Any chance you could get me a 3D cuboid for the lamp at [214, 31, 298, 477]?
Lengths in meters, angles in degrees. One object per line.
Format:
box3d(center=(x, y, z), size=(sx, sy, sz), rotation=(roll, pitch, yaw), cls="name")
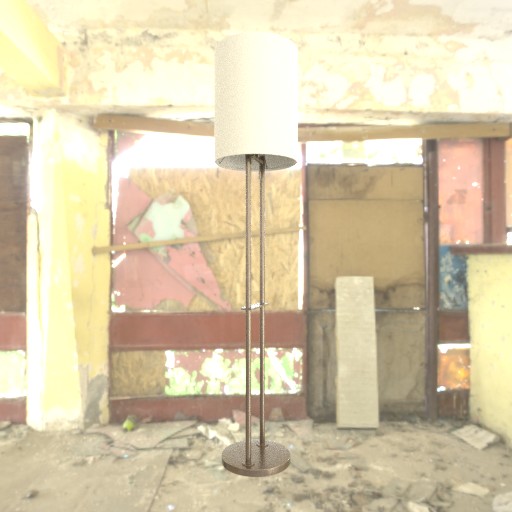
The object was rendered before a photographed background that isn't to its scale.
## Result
box3d(center=(0.000, 0.000, 1.630), size=(0.305, 1.500, 0.306), rotation=(0, 0, 18), cls="lamp")
